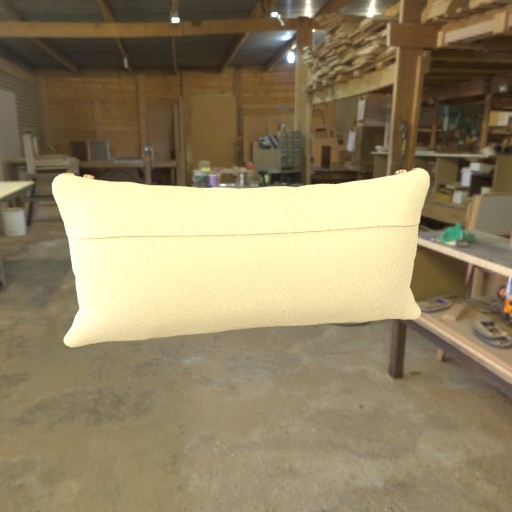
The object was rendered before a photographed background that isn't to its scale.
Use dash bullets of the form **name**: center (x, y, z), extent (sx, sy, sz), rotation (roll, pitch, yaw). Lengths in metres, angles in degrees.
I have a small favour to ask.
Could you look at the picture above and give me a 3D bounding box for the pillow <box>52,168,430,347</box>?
- **pillow**: center (0.000, 0.000, 0.742), extent (0.635, 0.282, 0.139), rotation (-3, 15, -11)
